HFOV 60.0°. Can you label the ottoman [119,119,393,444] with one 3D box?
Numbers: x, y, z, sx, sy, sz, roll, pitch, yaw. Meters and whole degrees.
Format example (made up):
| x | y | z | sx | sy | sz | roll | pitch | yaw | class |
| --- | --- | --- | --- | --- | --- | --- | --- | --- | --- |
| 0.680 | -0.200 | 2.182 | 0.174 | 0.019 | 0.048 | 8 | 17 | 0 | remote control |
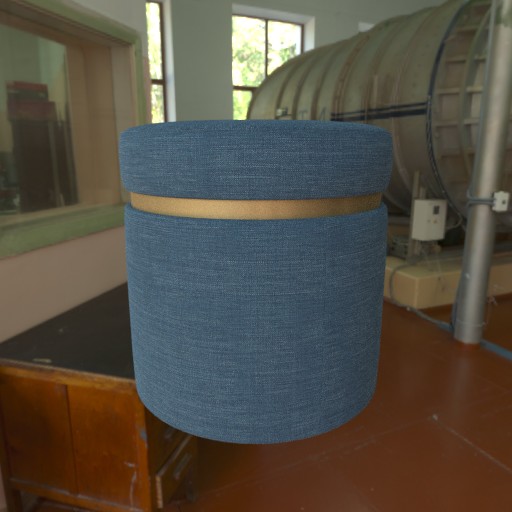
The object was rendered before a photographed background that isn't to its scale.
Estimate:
| x | y | z | sx | sy | sz | roll | pitch | yaw | class |
| --- | --- | --- | --- | --- | --- | --- | --- | --- | --- |
| 0.000 | 0.000 | 0.707 | 0.398 | 0.406 | 0.398 | 0 | 14 | 0 | ottoman |
